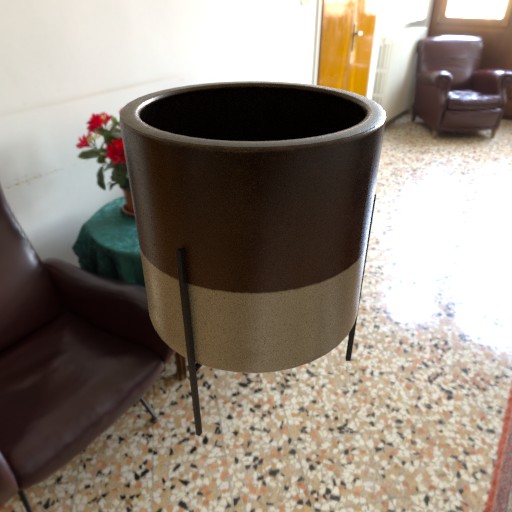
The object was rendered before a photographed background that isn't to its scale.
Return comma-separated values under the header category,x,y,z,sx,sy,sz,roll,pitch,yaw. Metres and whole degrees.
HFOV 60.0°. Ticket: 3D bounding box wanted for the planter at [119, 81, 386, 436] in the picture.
category,x,y,z,sx,sy,sz,roll,pitch,yaw
planter,0.000,0.000,0.705,0.354,0.465,0.345,-1,32,-1
